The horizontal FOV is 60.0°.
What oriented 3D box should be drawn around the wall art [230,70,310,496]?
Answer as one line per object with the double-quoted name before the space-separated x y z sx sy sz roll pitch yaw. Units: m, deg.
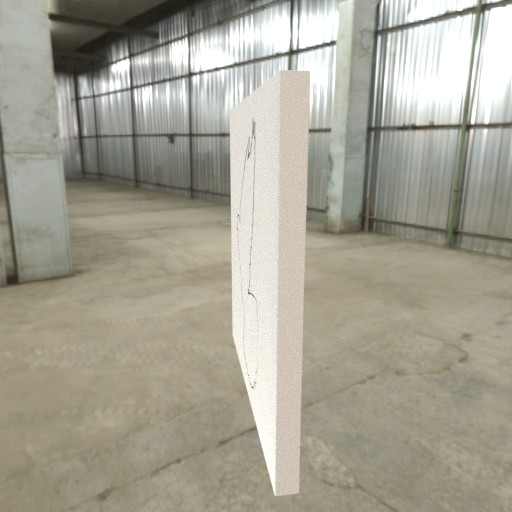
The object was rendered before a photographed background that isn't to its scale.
"wall art" 0.000 0.000 0.902 0.038 0.610 0.610 -2 14 -9
